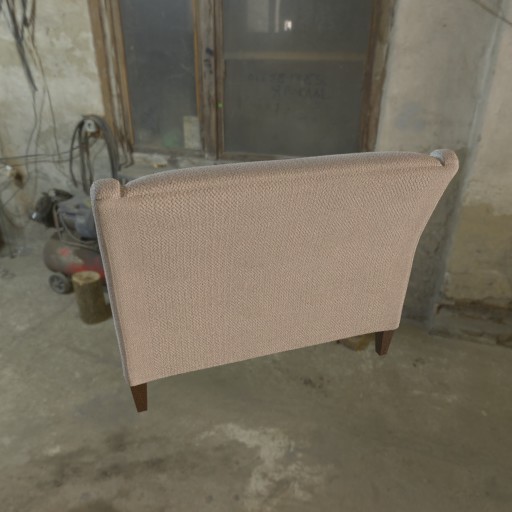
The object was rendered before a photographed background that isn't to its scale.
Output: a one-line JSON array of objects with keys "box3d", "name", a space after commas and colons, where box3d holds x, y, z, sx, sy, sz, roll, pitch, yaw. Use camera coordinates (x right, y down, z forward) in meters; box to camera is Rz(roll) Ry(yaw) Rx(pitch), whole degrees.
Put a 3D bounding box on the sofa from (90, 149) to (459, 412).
[{"box3d": [0.000, 0.000, 1.939, 1.242, 1.022, 0.870, -8, 28, -16], "name": "sofa"}]
